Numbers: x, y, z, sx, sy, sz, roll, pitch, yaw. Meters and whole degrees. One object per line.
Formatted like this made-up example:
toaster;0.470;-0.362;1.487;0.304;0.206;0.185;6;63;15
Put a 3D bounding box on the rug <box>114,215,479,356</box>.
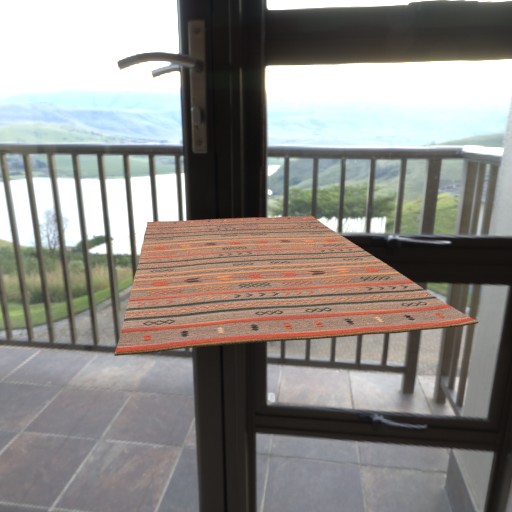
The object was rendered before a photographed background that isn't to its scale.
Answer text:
rug;0.000;0.000;2.950;1.537;0.029;2.439;-3;17;-10
